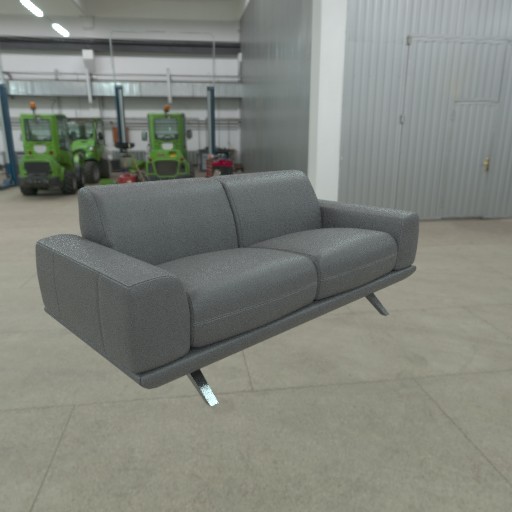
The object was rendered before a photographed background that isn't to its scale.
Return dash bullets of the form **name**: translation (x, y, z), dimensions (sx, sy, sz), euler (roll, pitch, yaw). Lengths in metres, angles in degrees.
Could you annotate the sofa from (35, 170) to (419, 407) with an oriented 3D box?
- **sofa**: translation (0.000, 0.000, 2.319), dimensions (1.901, 0.772, 0.900), euler (-14, 21, -42)
